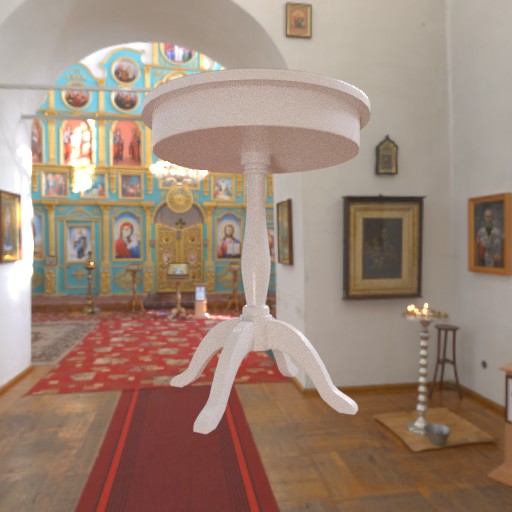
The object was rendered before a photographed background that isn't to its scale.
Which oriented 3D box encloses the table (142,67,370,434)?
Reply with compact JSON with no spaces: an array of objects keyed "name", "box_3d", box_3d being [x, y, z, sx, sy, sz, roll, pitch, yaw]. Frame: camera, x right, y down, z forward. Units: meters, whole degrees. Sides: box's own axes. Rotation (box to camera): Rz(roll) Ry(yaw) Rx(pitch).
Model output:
[{"name":"table","box_3d":[0.000,0.000,1.023,0.513,0.653,0.513,0,0,0]}]
